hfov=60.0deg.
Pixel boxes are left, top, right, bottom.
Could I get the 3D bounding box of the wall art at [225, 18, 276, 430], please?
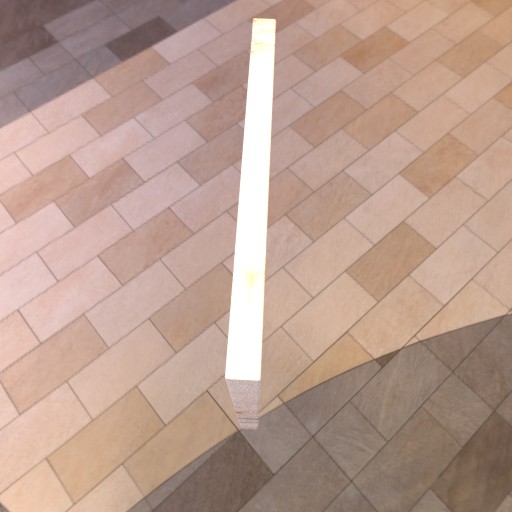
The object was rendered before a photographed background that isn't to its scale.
[{"bbox_3d":[0.000,0.000,0.903,0.040,0.613,0.611,2,64,1],"label":"wall art"}]
